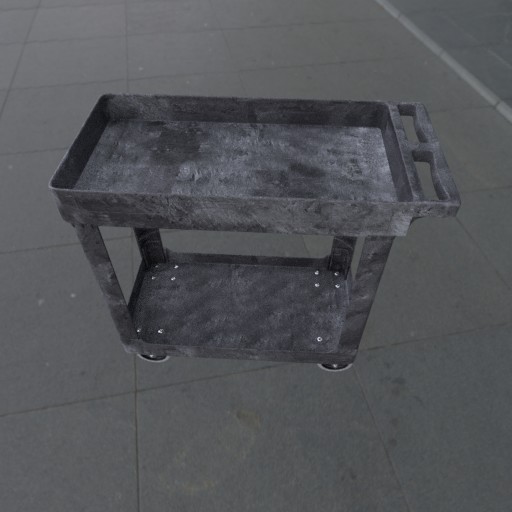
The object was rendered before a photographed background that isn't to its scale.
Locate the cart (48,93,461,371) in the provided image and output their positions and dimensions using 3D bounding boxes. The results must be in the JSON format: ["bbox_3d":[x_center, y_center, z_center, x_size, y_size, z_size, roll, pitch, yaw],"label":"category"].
[{"bbox_3d":[0.000,0.000,1.365,0.877,0.824,0.420,2,48,2],"label":"cart"}]
